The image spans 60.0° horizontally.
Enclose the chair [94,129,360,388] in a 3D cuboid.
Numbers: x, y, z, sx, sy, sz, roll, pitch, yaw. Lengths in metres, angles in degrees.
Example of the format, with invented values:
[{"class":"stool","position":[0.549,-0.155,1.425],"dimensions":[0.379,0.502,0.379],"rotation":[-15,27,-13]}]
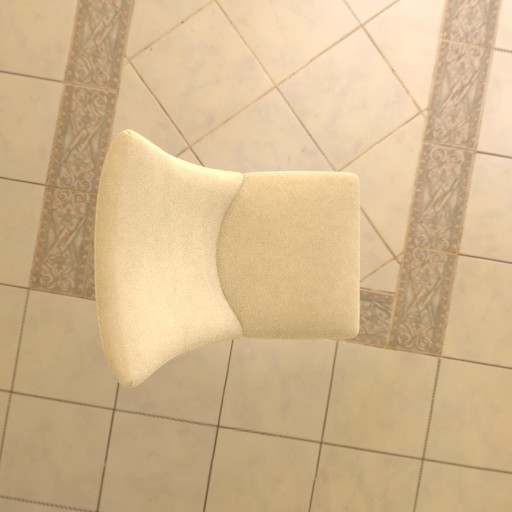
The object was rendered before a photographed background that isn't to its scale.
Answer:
[{"class":"chair","position":[0.000,0.000,1.249],"dimensions":[0.610,0.902,0.495],"rotation":[0,91,-1]}]
